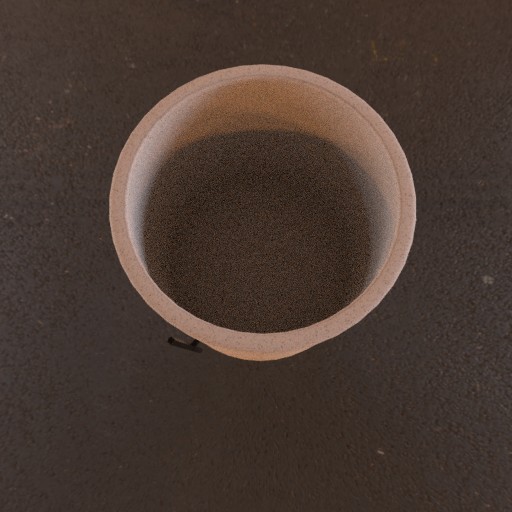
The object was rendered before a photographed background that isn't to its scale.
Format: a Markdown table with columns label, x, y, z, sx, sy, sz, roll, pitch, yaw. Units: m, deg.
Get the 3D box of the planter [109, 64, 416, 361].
| label | x | y | z | sx | sy | sz | roll | pitch | yaw |
| --- | --- | --- | --- | --- | --- | --- | --- | --- | --- |
| planter | 0.000 | 0.000 | 0.646 | 0.313 | 0.423 | 0.335 | 38 | 79 | 9 |
